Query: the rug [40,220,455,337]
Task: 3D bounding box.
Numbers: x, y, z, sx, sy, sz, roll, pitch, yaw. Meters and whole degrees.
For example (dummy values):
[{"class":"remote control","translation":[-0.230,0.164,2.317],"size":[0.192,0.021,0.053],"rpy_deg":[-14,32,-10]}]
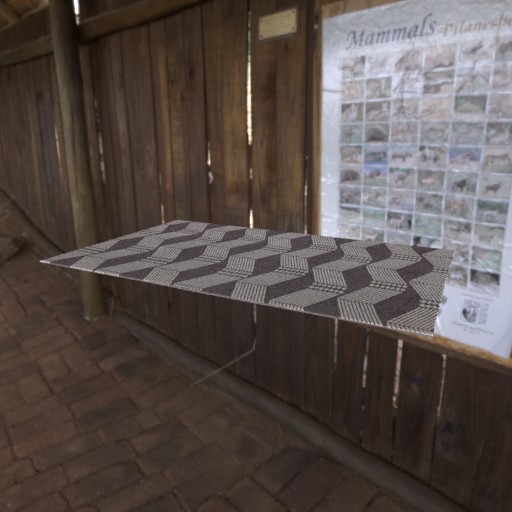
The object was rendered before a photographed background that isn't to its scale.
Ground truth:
[{"class":"rug","translation":[0.000,0.000,3.049],"size":[2.435,0.011,1.517],"rpy_deg":[8,18,26]}]
